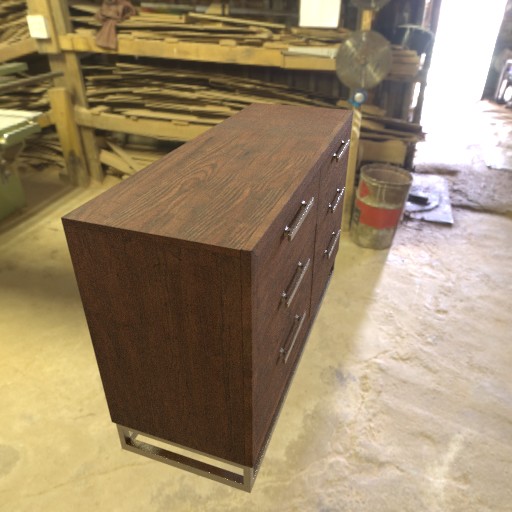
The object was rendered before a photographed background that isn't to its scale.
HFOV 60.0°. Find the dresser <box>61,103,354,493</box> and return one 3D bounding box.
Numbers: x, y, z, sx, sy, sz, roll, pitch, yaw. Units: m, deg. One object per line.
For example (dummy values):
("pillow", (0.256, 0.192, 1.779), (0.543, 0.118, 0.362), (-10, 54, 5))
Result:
("dresser", (0.000, 0.000, 2.132), (0.623, 1.061, 1.646), (10, 32, 17))
